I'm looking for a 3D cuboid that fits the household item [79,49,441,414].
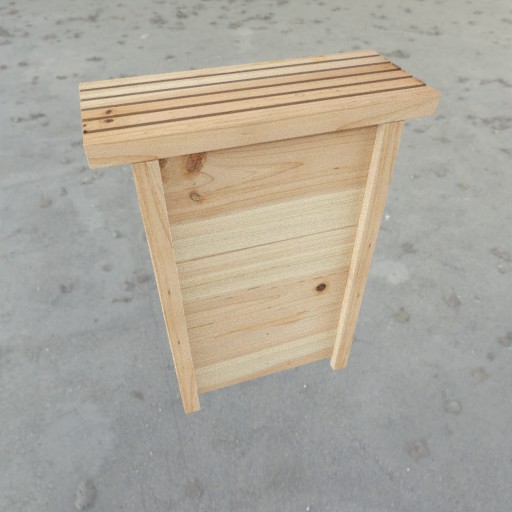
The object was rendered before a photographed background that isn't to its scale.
[{"bbox_3d":[0.000,0.000,0.533,0.301,0.407,0.123,-12,44,-13],"label":"household item"}]
